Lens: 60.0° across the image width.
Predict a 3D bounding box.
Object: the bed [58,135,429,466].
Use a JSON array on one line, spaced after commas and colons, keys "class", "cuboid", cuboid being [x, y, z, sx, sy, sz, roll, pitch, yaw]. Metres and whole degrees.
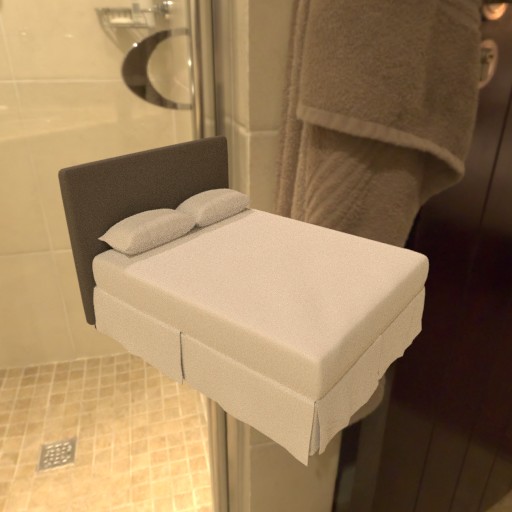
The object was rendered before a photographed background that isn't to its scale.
[{"class": "bed", "cuboid": [0.000, 0.000, 3.286, 2.142, 1.330, 1.723, 19, 31, 34]}]
